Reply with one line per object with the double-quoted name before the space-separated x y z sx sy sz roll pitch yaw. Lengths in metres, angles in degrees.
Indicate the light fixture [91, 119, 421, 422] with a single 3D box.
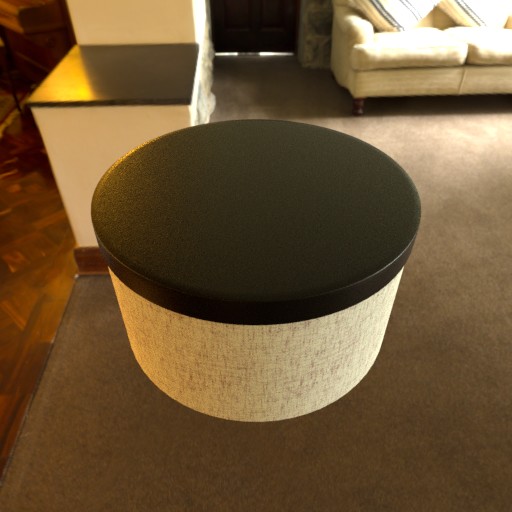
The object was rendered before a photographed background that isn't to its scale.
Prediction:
"light fixture" 0.000 0.000 0.614 0.389 0.229 0.389 0 40 0
